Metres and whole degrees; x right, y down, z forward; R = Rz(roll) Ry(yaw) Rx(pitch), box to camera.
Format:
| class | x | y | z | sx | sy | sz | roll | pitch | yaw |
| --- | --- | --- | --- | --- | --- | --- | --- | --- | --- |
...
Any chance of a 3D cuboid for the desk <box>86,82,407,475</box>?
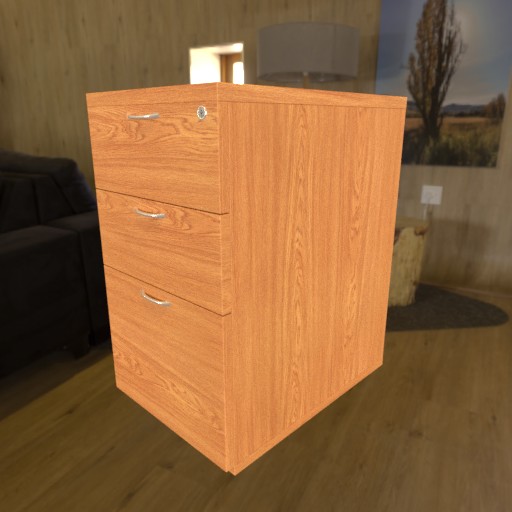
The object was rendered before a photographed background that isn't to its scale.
| class | x | y | z | sx | sy | sz | roll | pitch | yaw |
| --- | --- | --- | --- | --- | --- | --- | --- | --- | --- |
| desk | 0.000 | 0.000 | 1.070 | 0.404 | 0.730 | 0.600 | 16 | 23 | 42 |
